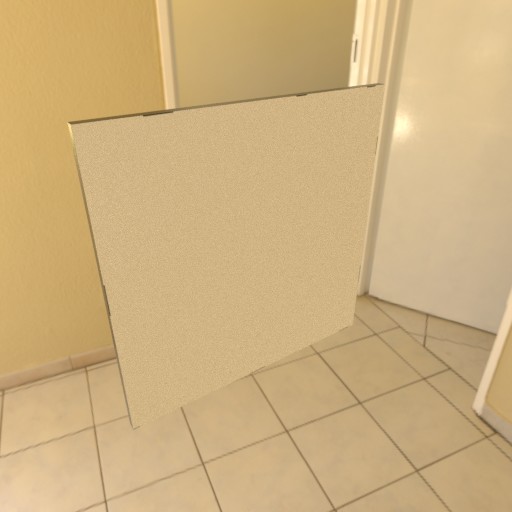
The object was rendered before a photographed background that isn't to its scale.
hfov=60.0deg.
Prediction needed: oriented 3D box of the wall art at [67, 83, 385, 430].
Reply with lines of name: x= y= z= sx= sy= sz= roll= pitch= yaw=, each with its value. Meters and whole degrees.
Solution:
wall art: x=0.000 y=0.000 z=0.657 sx=0.446 sy=0.445 sz=0.014 roll=-18 pitch=34 yaw=-29
